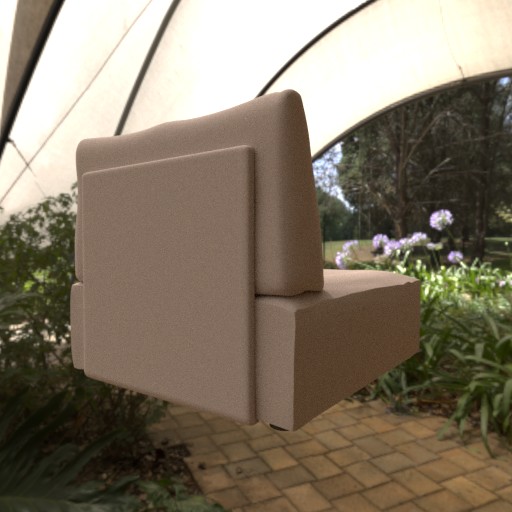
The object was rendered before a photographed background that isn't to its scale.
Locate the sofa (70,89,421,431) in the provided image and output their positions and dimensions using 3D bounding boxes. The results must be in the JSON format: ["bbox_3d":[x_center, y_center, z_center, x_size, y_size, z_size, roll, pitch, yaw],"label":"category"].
[{"bbox_3d":[0.000,0.000,1.672,0.935,0.828,1.000,1,1,37],"label":"sofa"}]
